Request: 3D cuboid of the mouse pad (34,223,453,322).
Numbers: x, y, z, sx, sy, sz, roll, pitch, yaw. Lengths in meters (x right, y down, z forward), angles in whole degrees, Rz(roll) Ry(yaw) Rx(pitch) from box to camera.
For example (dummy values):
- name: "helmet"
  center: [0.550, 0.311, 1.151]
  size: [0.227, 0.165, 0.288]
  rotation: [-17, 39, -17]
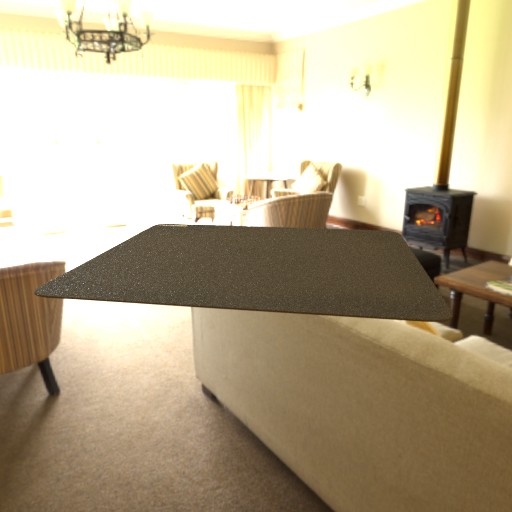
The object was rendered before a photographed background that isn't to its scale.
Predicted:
- name: "mouse pad"
  center: [0.000, 0.000, 0.637]
  size: [0.451, 0.002, 0.393]
  rotation: [3, 16, 9]
